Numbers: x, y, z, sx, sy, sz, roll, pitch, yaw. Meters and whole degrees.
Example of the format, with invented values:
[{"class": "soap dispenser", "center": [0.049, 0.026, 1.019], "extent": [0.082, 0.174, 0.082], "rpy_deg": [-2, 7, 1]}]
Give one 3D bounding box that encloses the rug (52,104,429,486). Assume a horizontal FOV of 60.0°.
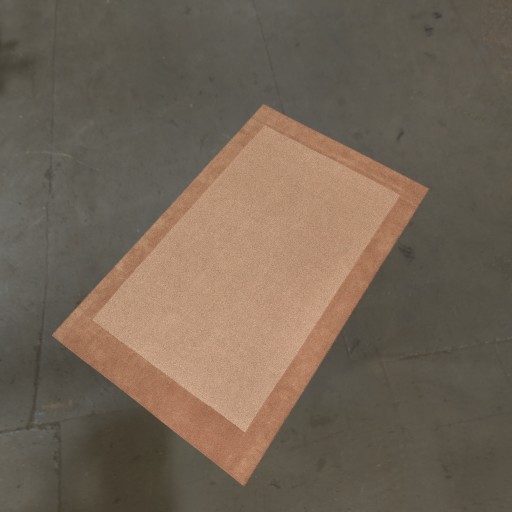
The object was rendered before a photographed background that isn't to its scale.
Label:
[{"class": "rug", "center": [0.000, 0.000, 3.114], "extent": [1.524, 0.014, 2.438], "rpy_deg": [32, 68, 15]}]
